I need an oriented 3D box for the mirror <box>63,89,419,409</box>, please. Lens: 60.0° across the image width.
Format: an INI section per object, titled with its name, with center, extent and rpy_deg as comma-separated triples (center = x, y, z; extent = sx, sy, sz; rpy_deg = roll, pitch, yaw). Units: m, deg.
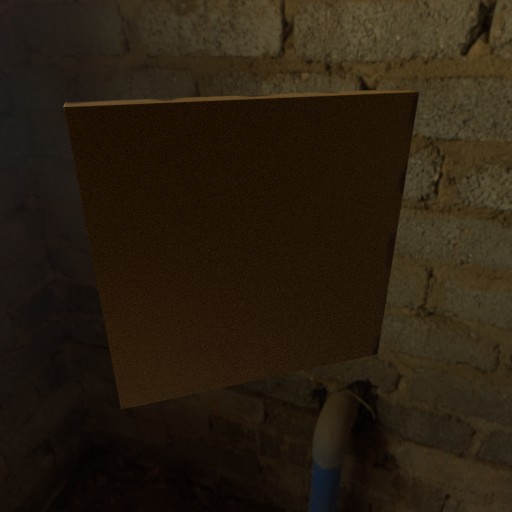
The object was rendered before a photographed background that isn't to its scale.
[mirror]
center = 0.000, 0.000, 0.743
extent = 0.509, 0.507, 0.042
rpy_deg = -8, 28, -15
